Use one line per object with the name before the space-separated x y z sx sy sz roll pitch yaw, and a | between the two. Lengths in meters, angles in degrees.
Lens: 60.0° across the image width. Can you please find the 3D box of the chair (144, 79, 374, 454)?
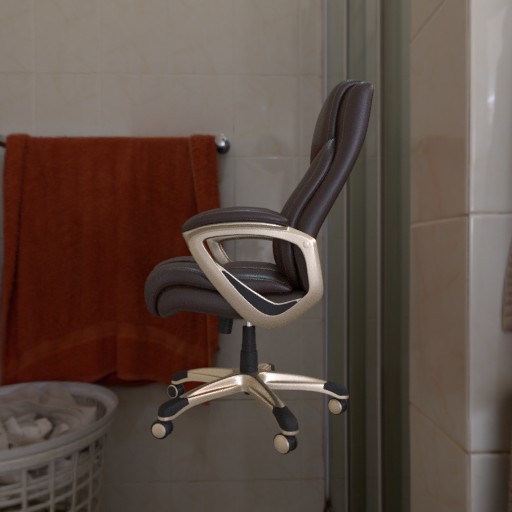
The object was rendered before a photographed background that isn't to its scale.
chair | 0.000 0.000 1.653 0.749 1.194 0.692 0 1 1
